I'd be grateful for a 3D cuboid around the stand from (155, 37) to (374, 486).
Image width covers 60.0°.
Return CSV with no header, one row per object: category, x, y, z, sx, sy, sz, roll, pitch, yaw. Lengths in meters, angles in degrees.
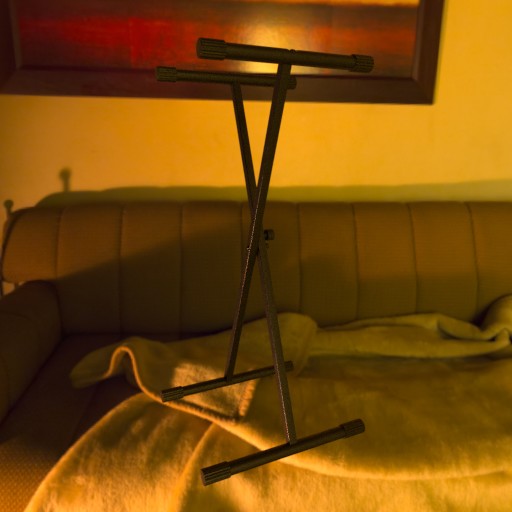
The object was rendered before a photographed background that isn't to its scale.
stand,0.000,0.000,1.153,0.449,0.940,0.409,-7,15,-25
